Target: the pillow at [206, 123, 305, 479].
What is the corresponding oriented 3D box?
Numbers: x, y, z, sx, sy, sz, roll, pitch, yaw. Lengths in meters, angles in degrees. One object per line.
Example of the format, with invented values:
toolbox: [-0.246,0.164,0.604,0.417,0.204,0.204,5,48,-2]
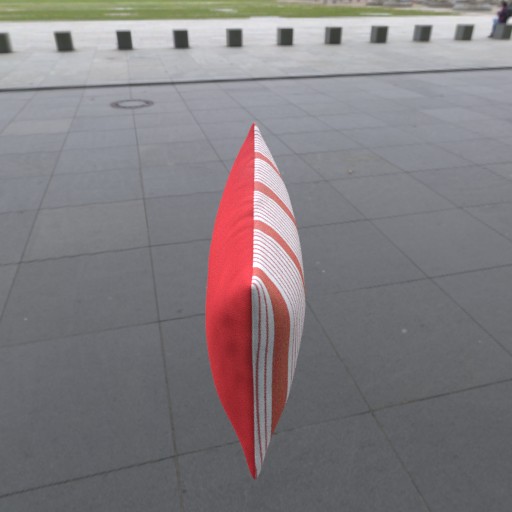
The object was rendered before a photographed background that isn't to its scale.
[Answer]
pillow: [0.000,0.000,0.741,0.151,0.297,0.608,0,31,0]
